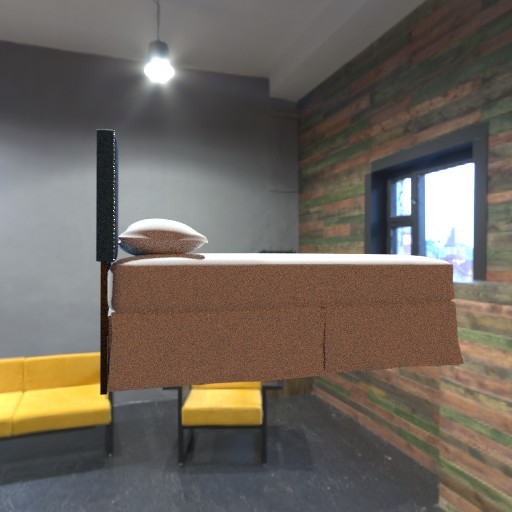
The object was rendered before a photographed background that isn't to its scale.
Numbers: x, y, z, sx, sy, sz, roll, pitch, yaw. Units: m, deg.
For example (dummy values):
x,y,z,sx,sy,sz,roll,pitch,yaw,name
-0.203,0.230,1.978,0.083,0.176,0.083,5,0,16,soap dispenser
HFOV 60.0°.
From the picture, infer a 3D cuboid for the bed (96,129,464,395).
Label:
x,y,z,sx,sy,sz,roll,pitch,yaw,name
0.000,0.000,2.846,1.872,1.169,1.610,0,-1,-18,bed
